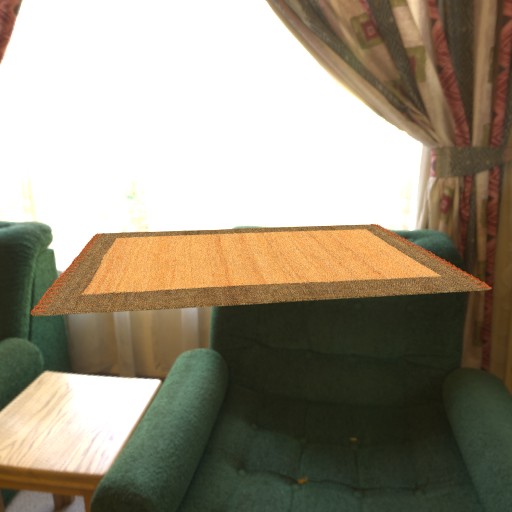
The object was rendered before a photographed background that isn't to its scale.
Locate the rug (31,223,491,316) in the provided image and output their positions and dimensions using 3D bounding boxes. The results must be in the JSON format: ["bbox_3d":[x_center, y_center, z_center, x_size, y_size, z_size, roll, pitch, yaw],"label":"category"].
[{"bbox_3d":[0.000,0.000,2.285,1.838,0.019,1.220,-2,17,-8],"label":"rug"}]
